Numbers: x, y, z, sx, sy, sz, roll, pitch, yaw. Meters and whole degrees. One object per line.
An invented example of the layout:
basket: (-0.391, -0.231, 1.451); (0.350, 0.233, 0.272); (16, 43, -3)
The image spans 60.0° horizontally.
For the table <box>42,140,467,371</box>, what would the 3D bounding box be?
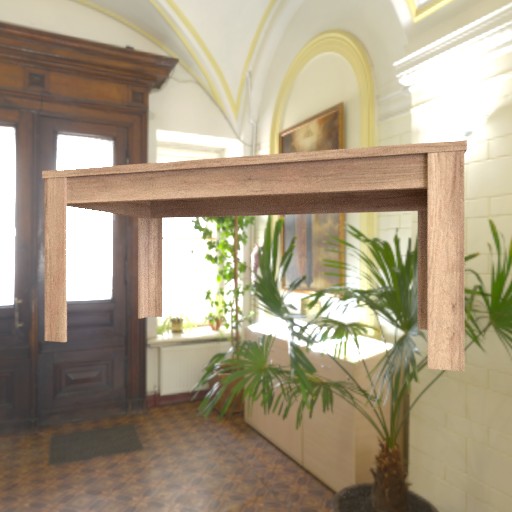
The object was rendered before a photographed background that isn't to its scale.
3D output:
table: (0.000, 0.000, 2.213); (1.800, 0.790, 0.900); (0, 0, 18)
